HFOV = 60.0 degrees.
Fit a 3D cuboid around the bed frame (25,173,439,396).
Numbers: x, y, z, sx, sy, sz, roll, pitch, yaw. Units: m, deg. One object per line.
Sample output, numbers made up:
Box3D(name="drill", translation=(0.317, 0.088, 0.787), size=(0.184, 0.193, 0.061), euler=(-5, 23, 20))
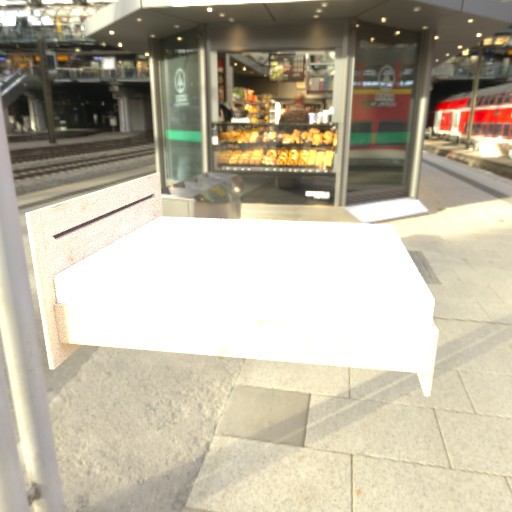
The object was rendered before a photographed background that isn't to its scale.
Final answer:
Box3D(name="bed frame", translation=(0.000, 0.000, 3.070), size=(2.080, 0.900, 1.800), euler=(3, 17, 9))
